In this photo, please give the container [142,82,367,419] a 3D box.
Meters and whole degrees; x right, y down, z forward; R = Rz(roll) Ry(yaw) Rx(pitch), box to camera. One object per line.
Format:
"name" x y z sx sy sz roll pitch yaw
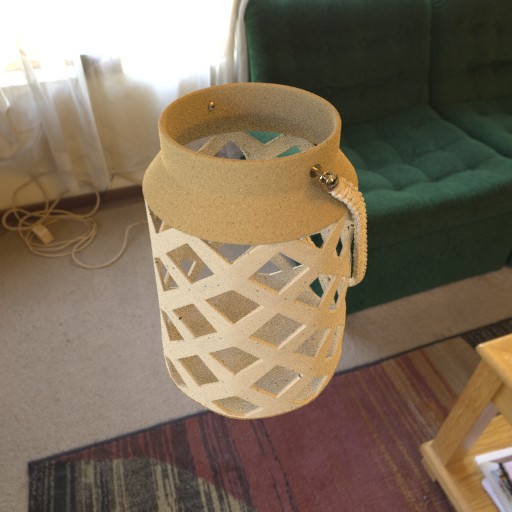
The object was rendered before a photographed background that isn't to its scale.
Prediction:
"container" 0.000 0.000 0.343 0.172 0.229 0.163 -26 48 -26
